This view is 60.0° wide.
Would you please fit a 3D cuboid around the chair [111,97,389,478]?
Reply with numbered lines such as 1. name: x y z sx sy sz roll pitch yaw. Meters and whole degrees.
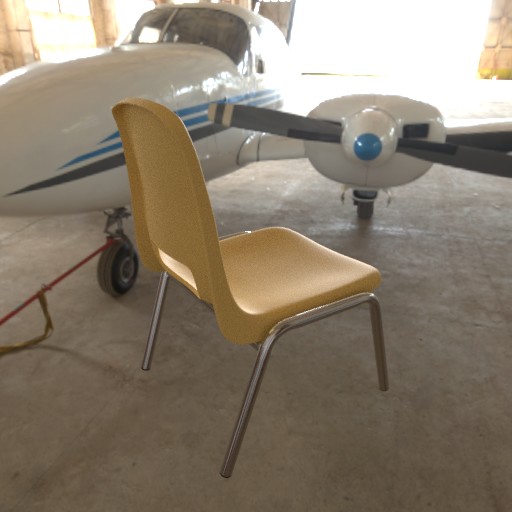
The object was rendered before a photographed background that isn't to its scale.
1. chair: 0.000 0.000 0.773 0.385 0.536 0.354 -16 29 -32
